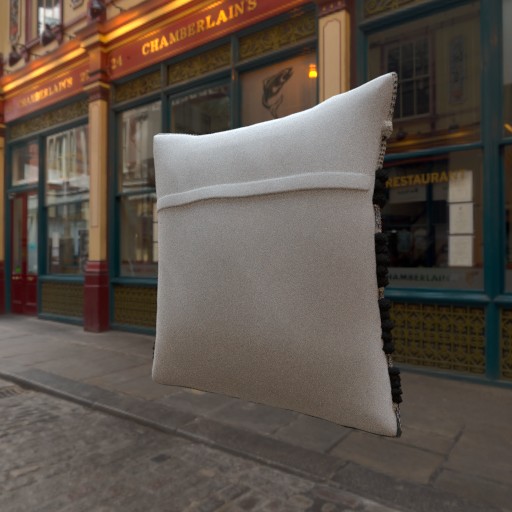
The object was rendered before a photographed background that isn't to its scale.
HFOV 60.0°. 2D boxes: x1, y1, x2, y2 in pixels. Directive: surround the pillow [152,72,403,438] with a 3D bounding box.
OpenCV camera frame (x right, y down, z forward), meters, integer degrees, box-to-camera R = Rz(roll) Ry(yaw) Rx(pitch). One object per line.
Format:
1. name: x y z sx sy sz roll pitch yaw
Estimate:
1. pillow: 0.000 0.000 0.659 0.436 0.438 0.156 -1 -2 36
